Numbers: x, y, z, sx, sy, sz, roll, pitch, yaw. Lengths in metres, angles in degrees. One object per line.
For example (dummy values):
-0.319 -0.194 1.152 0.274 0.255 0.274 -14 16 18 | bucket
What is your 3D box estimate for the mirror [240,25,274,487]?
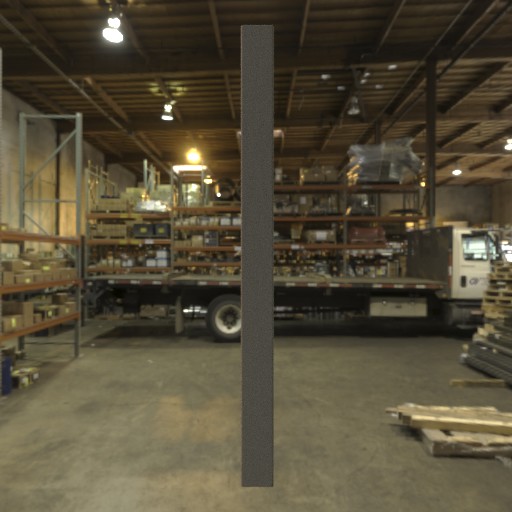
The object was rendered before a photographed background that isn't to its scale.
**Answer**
0.000 0.000 0.690 0.041 0.508 0.405 0 0 0 | mirror
